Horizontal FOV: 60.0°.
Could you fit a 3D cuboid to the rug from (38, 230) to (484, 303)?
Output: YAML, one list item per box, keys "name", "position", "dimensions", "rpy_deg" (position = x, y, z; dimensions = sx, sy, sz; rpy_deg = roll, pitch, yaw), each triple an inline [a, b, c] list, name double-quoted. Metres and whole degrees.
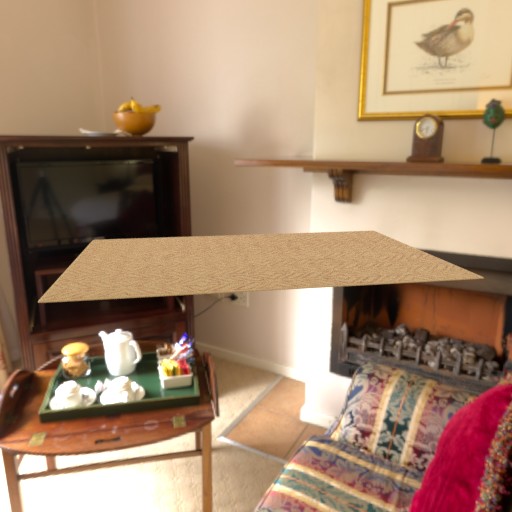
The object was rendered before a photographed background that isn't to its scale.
- name: "rug"
  position: [0.000, 0.000, 3.097]
  dimensions: [2.438, 0.008, 1.523]
  rpy_deg: [-2, 14, -10]
